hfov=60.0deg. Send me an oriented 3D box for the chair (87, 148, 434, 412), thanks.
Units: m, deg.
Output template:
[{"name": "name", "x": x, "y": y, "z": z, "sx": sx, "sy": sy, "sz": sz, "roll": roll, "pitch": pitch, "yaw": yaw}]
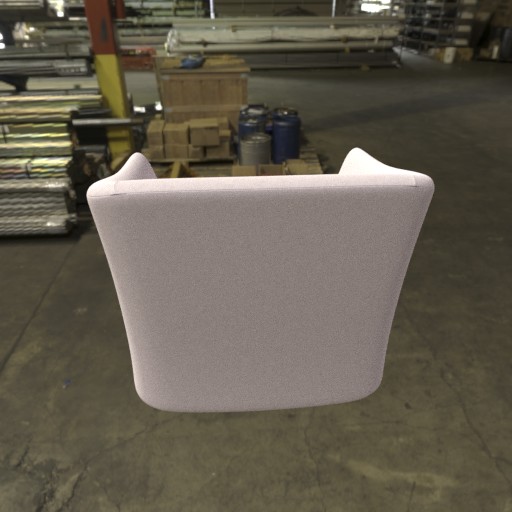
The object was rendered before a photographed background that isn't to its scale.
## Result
[{"name": "chair", "x": 0.000, "y": 0.000, "z": 1.320, "sx": 0.790, "sy": 0.720, "sz": 0.700, "roll": -2, "pitch": 30, "yaw": -4}]
